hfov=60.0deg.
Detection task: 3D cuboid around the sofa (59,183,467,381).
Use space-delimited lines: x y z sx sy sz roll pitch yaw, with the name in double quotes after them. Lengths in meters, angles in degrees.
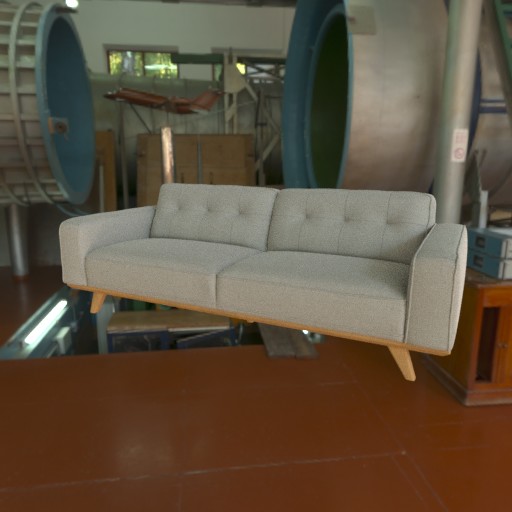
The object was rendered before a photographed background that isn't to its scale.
0.000 0.000 2.655 2.270 0.781 0.956 6 14 26 "sofa"
